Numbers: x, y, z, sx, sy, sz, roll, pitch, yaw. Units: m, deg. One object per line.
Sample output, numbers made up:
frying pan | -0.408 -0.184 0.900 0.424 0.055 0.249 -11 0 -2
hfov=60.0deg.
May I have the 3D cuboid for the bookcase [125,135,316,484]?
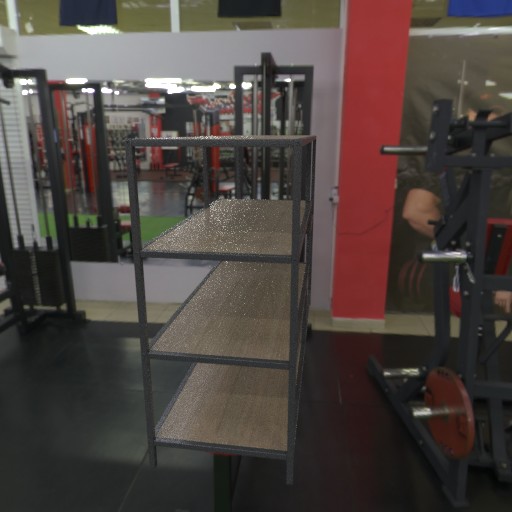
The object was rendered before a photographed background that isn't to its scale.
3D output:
bookcase | 0.000 0.000 1.497 0.350 0.780 1.140 2 16 9
